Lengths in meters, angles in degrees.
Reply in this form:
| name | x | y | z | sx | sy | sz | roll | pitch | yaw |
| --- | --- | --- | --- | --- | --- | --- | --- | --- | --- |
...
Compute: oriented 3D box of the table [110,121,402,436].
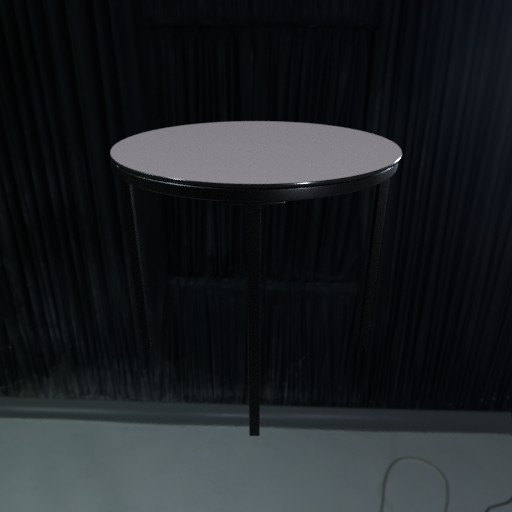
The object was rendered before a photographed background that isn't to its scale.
| name | x | y | z | sx | sy | sz | roll | pitch | yaw |
| --- | --- | --- | --- | --- | --- | --- | --- | --- | --- |
| table | 0.000 | 0.000 | 0.884 | 0.499 | 0.443 | 0.499 | 0 | 26 | 0 |
